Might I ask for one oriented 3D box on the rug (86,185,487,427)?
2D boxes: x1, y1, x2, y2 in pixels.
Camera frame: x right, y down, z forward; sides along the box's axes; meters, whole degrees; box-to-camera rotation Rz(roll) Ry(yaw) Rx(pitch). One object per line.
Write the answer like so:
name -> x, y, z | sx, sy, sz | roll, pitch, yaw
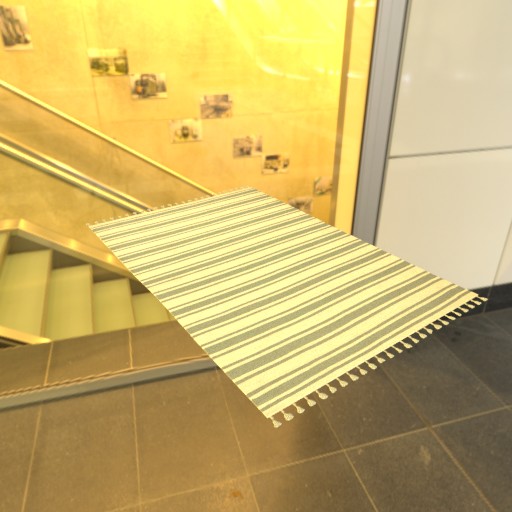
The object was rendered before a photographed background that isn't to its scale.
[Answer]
rug -> 0.000, 0.000, 2.989 | 1.539, 0.011, 2.410 | -19, 34, -31
